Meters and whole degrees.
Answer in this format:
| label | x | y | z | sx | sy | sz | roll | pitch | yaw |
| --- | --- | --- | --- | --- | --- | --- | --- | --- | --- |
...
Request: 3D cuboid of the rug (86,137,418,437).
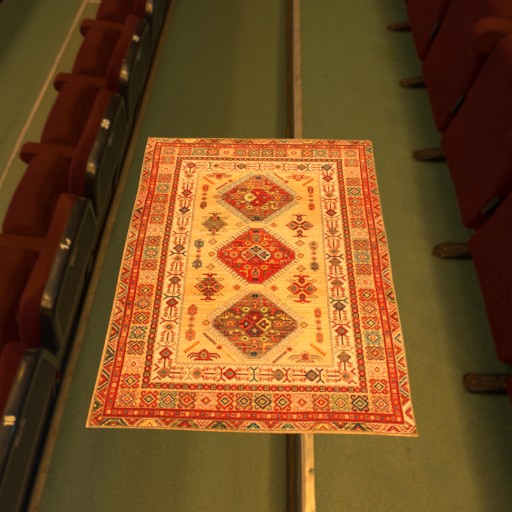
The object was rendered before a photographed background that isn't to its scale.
| label | x | y | z | sx | sy | sz | roll | pitch | yaw |
| --- | --- | --- | --- | --- | --- | --- | --- | --- | --- |
| rug | 0.000 | 0.000 | 4.075 | 2.460 | 0.005 | 3.067 | 1 | 58 | 1 |
